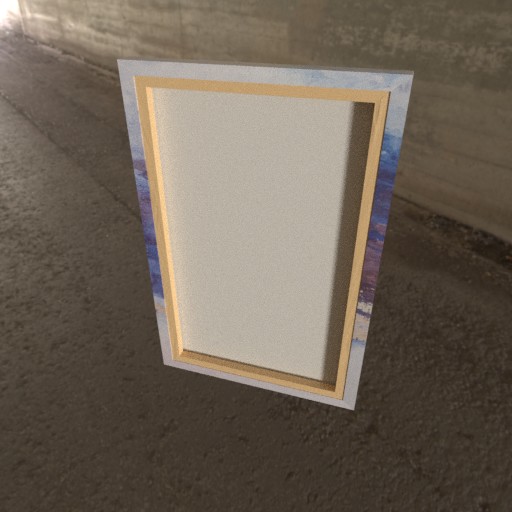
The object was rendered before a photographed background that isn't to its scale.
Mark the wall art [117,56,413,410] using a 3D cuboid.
[{"bbox_3d":[0.000,0.000,1.089,0.583,0.874,0.048,9,33,14],"label":"wall art"}]
